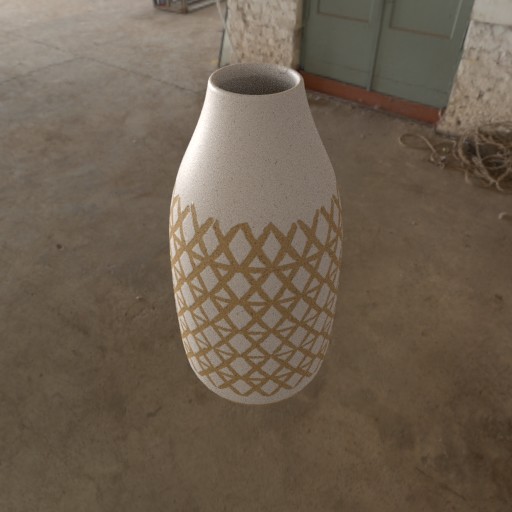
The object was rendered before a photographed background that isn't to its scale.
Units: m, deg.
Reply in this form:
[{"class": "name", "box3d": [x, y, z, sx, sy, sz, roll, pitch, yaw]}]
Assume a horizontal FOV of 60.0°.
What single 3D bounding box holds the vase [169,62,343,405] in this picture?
[{"class": "vase", "box3d": [0.000, 0.000, 0.478, 0.186, 0.380, 0.186, 0, 42, 0]}]
